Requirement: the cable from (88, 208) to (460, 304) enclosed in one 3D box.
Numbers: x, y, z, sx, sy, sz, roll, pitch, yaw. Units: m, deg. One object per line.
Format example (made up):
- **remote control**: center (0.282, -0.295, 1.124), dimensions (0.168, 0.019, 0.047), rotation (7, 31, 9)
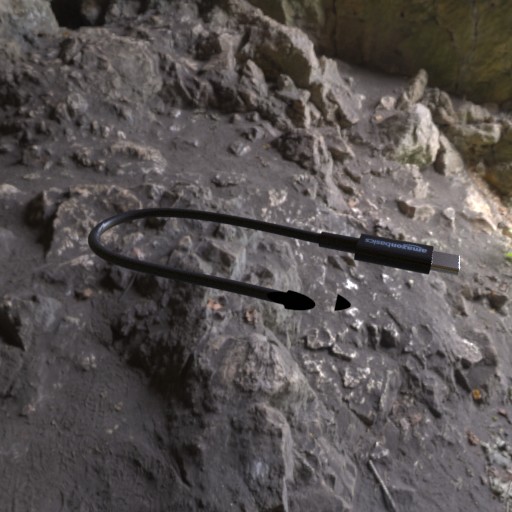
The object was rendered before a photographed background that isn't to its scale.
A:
- **cable**: center (0.000, 0.000, 0.116), dimensions (0.098, 0.005, 0.041), rotation (12, 33, 19)
